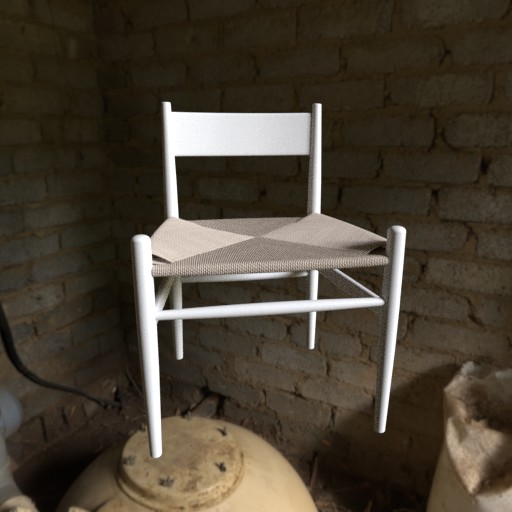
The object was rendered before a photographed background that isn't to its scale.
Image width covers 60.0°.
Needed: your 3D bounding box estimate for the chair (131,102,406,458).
[{"bbox_3d":[0.000,0.000,1.126,0.556,0.762,0.495,-3,16,-9],"label":"chair"}]
